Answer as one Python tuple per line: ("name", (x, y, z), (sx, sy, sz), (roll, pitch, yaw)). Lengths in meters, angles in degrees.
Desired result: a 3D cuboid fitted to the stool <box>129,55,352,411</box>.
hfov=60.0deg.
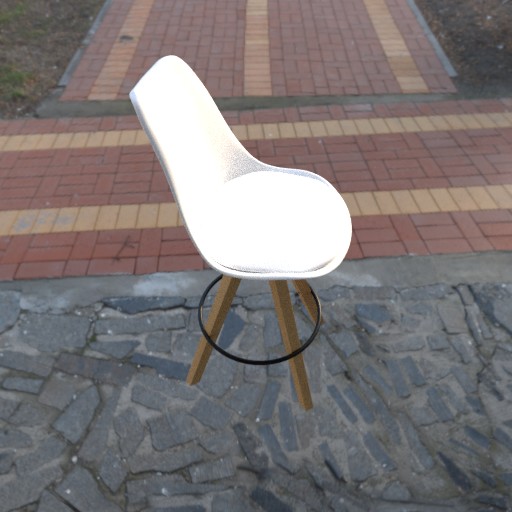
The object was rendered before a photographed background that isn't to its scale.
("stool", (0.000, 0.000, 1.394), (0.549, 1.115, 0.482), (9, 48, 9))
